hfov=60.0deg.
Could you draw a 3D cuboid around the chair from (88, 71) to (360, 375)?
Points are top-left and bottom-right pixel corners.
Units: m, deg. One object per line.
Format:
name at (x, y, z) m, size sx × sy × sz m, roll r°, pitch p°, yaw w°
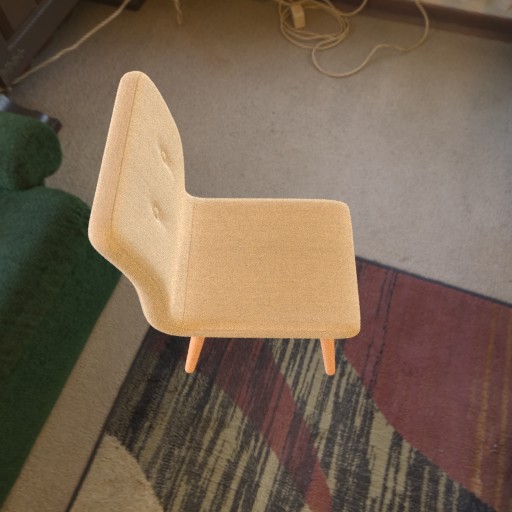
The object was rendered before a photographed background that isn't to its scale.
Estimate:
chair at (0.000, 0.000, 1.181) m, size 0.550 × 0.885 × 0.435 m, roll 1°, pitch 63°, yaw 0°
